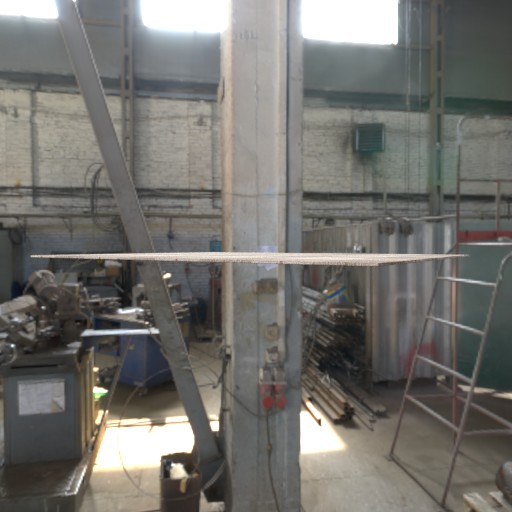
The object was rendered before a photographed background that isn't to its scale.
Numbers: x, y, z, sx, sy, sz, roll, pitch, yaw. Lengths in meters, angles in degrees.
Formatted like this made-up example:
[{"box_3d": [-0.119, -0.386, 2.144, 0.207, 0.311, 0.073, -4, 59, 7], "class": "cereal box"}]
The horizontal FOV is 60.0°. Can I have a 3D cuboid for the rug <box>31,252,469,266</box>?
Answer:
[{"box_3d": [0.000, 0.000, 3.795, 2.959, 0.016, 2.317, 1, 2, 35], "class": "rug"}]
